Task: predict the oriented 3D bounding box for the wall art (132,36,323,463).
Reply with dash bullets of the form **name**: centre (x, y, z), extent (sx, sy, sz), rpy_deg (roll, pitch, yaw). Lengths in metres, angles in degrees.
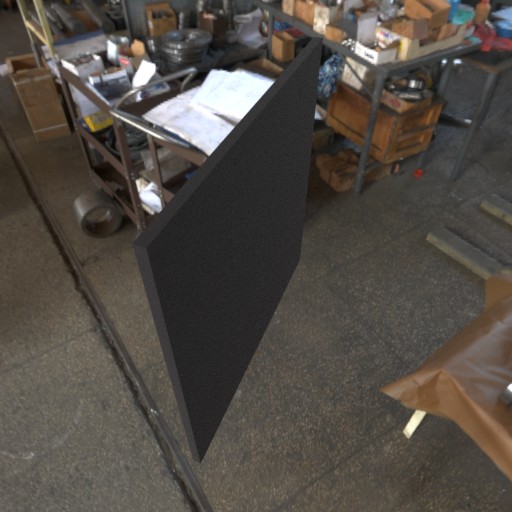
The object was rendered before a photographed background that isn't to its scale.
- **wall art**: centre (0.000, 0.000, 0.648), extent (0.013, 0.458, 0.456), rpy_deg (17, 48, 16)
